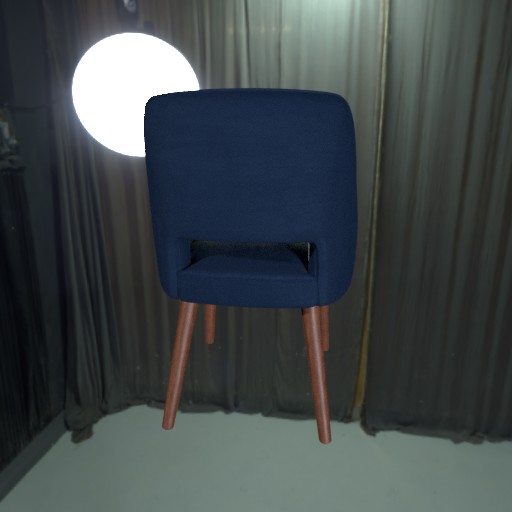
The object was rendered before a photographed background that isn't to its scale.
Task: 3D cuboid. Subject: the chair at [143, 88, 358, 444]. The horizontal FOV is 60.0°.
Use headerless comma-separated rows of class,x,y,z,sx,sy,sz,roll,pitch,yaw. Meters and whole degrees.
chair,0.000,0.000,1.255,0.559,0.844,0.591,2,16,7
